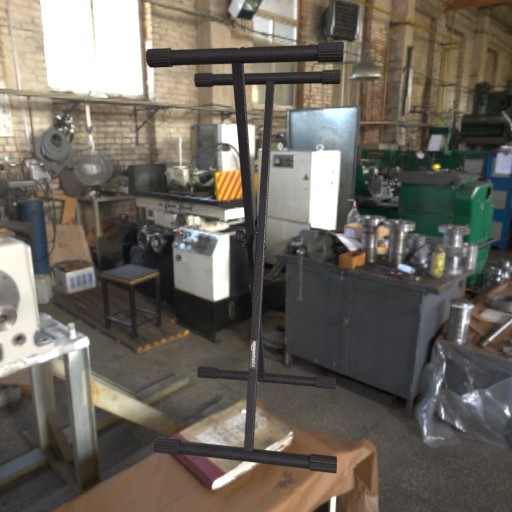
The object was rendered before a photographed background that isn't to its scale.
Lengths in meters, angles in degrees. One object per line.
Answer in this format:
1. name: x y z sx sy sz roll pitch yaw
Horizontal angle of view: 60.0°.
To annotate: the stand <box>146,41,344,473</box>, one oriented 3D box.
1. stand: 0.000 0.000 1.147 0.449 0.940 0.409 2 14 9
